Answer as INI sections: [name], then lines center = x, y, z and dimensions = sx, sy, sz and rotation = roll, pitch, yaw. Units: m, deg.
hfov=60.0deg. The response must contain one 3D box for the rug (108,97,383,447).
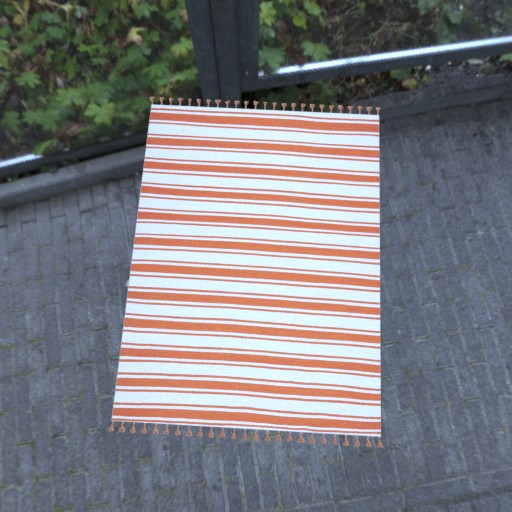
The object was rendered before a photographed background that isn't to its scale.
[rug]
center = 0.000, 0.000, 4.326
dimensions = 2.451, 0.035, 3.369
rotation = 3, 77, 1
